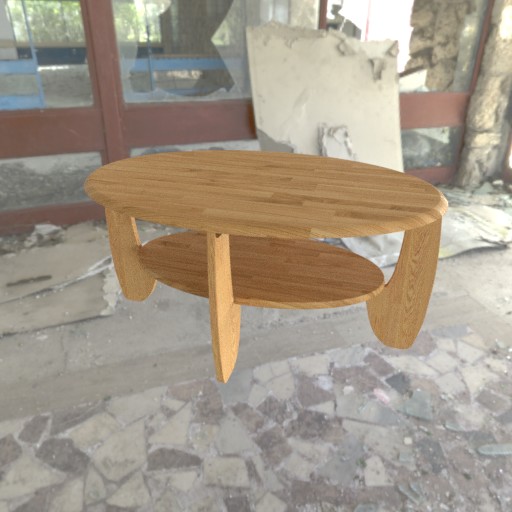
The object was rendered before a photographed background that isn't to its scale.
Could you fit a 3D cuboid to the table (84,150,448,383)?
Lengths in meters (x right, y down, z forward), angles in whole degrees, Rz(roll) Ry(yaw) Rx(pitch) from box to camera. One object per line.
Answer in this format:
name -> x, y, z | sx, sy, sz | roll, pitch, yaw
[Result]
table -> 0.000, 0.000, 1.374 | 1.040, 0.490, 0.690 | 8, 28, 15
